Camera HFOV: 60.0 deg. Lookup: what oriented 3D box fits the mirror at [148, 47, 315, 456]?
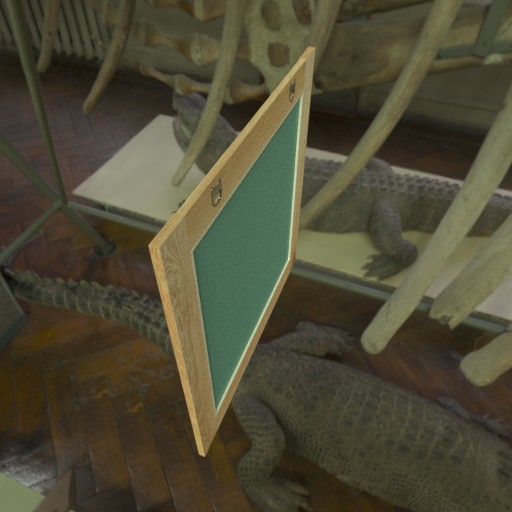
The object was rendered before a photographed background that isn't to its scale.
[{"bbox_3d":[0.000,0.000,1.184,0.020,0.800,0.800,16,48,15],"label":"mirror"}]
